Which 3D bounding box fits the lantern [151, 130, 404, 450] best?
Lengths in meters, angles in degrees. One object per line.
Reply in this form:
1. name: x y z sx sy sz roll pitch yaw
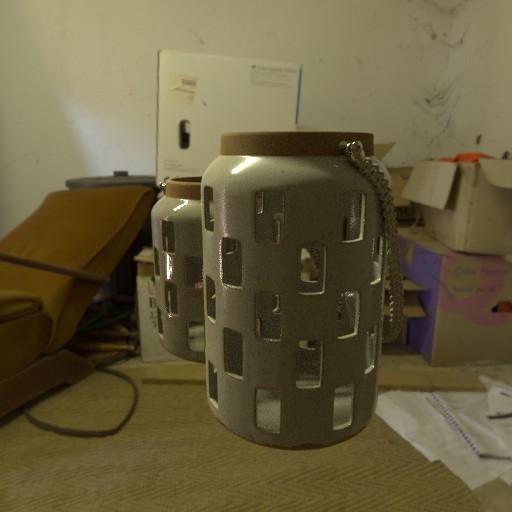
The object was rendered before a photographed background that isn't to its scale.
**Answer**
1. lantern: 0.000 0.000 0.489 0.184 0.255 0.347 -7 15 -26
